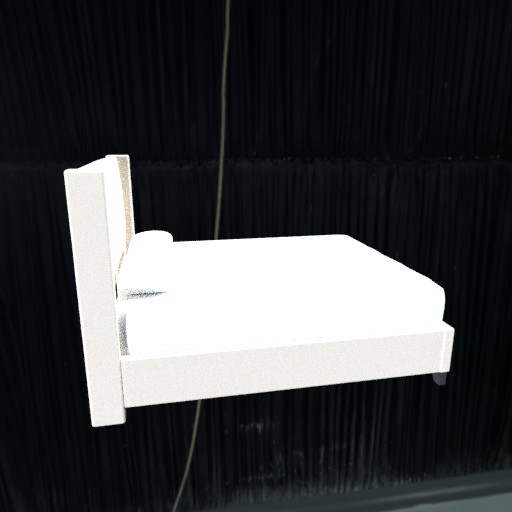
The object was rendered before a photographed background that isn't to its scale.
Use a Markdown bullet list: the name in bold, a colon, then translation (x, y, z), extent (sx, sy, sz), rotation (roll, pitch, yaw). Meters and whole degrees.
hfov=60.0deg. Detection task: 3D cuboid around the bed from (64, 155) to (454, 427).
- **bed**: translation (0.000, 0.000, 3.429), extent (2.293, 1.471, 1.778), rotation (-3, 15, -11)
